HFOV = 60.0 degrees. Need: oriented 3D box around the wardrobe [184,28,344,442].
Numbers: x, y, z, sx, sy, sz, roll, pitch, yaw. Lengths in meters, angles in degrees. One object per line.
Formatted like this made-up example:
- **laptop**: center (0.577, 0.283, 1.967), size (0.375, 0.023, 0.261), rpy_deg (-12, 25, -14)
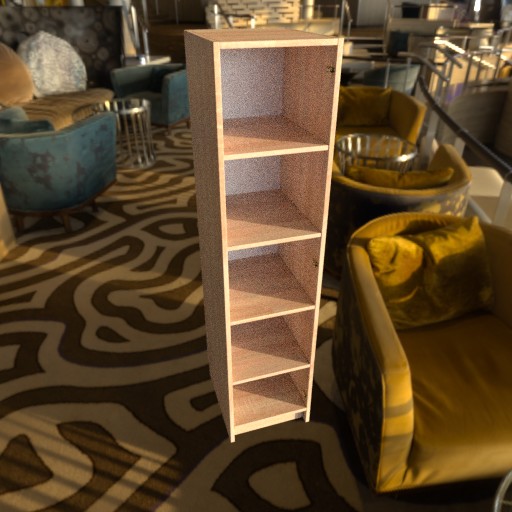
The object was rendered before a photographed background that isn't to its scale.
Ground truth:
- **wardrobe**: center (0.000, 0.000, 2.356), size (0.496, 2.117, 0.588), rpy_deg (-9, 32, -15)
